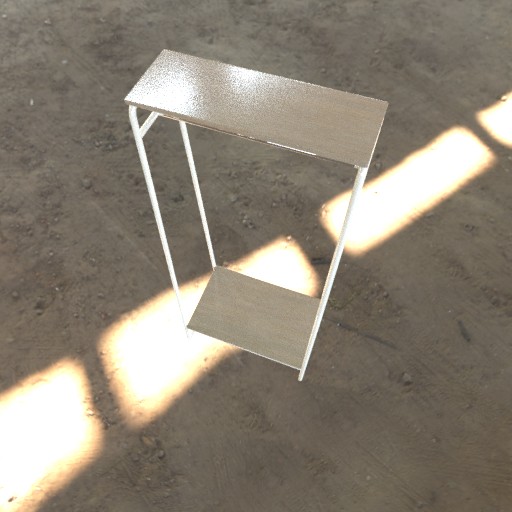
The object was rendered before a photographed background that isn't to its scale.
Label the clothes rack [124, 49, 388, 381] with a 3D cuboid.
[{"bbox_3d":[0.000,0.000,1.776,0.640,1.512,0.400,18,60,11],"label":"clothes rack"}]
